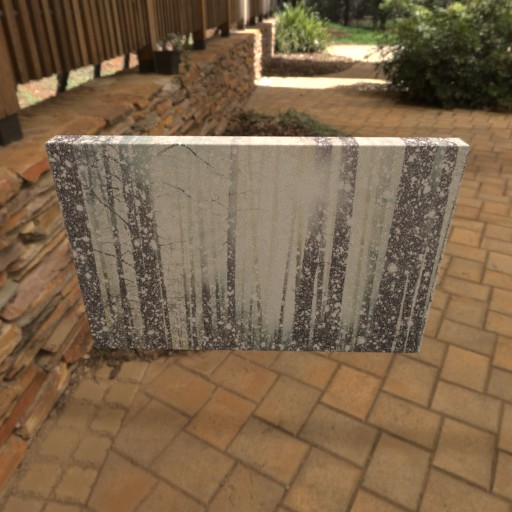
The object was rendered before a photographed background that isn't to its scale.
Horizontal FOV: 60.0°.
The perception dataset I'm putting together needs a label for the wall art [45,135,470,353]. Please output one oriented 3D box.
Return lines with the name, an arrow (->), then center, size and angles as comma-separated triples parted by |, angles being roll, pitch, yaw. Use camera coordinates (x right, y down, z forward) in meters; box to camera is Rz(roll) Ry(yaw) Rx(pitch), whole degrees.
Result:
wall art -> 0.000, 0.000, 0.758 | 0.618, 0.398, 0.042 | 1, 31, 1
